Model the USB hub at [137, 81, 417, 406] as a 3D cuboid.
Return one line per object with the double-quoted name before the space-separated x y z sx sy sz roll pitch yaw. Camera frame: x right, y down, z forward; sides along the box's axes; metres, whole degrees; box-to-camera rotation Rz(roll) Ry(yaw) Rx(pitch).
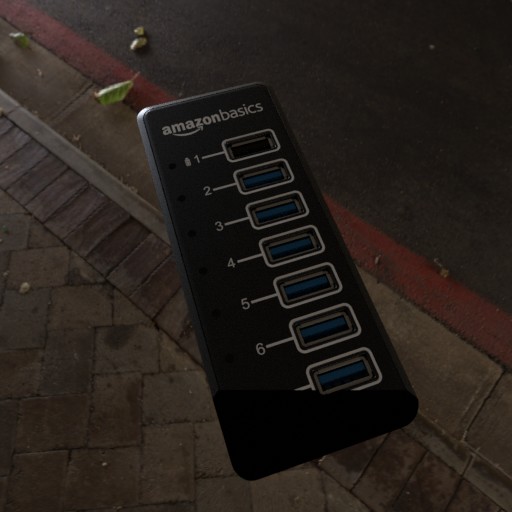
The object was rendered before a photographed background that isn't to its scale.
"USB hub" 0.000 0.000 0.128 0.044 0.023 0.110 -16 65 -8
